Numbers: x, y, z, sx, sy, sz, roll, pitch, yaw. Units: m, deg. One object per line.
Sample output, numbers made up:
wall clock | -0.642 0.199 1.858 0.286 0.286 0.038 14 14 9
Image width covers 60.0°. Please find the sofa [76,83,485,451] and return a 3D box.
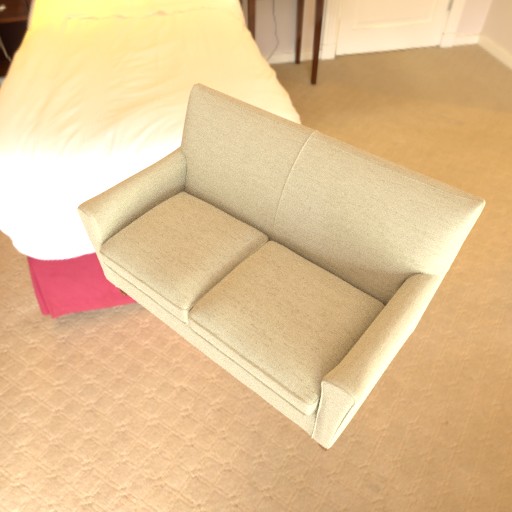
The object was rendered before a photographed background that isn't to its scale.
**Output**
sofa | 0.000 0.000 2.034 1.482 0.892 0.891 31 54 26
